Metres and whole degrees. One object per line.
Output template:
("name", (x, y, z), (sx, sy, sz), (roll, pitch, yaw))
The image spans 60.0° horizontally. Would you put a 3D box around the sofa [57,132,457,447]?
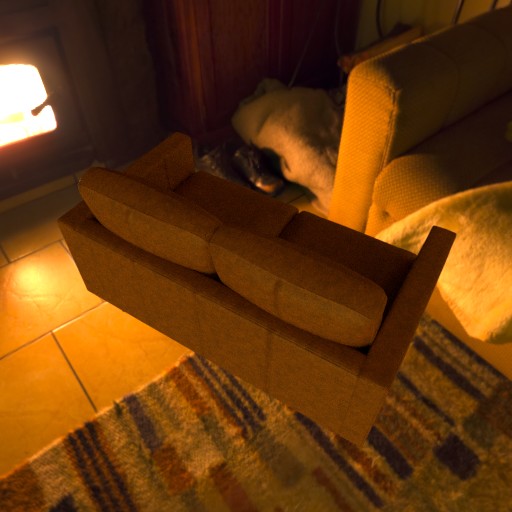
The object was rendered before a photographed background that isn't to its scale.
("sofa", (0.000, 0.000, 2.142), (1.578, 0.951, 0.909), (24, 52, 21))
